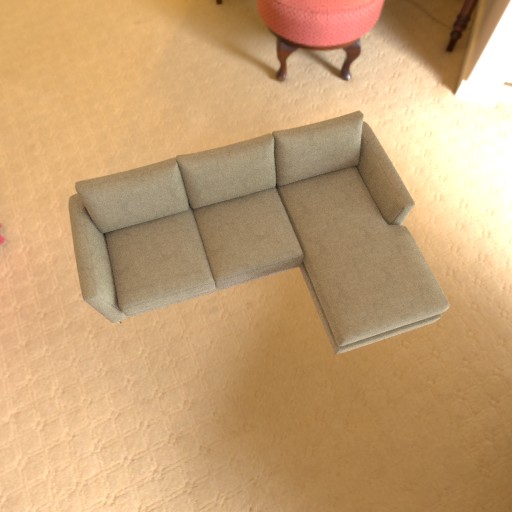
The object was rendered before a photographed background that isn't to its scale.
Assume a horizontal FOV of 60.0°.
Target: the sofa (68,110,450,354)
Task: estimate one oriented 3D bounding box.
[{"bbox_3d":[0.000,0.000,3.269,2.438,0.864,1.626,-16,65,-8],"label":"sofa"}]
